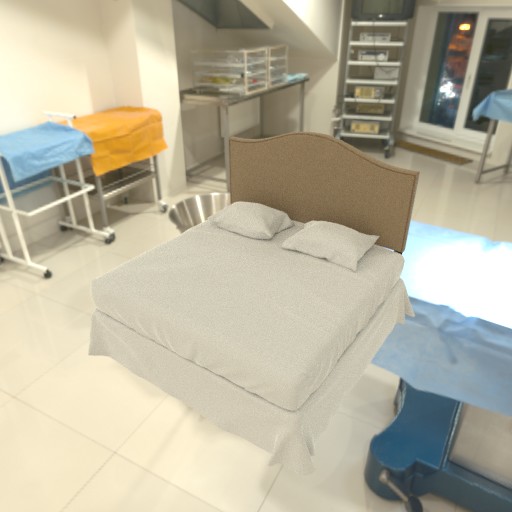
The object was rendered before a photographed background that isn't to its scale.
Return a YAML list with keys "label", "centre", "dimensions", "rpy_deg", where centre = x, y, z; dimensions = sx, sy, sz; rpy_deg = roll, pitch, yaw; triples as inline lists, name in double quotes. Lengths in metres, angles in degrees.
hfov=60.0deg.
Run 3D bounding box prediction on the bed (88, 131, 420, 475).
- label: "bed"
  centre: [0.000, 0.000, 3.744]
  dimensions: [2.311, 1.651, 2.222]
  rpy_deg: [19, 35, 30]
